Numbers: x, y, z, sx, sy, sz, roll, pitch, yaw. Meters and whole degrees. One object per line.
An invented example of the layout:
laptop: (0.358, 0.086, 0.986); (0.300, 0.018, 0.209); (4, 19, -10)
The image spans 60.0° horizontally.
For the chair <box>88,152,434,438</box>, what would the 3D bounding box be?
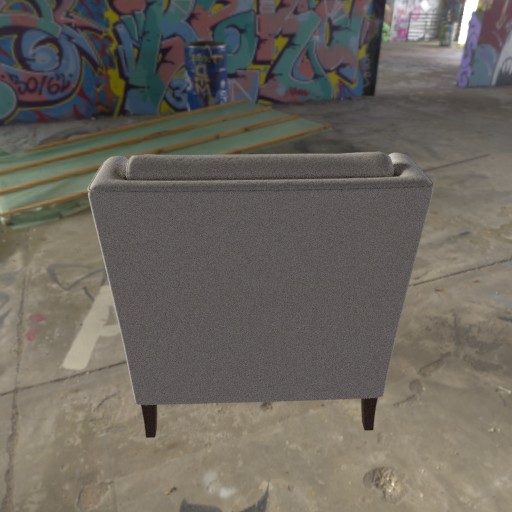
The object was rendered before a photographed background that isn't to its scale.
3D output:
chair: (0.000, 0.000, 1.851); (0.982, 1.056, 1.040); (-1, 29, -2)
